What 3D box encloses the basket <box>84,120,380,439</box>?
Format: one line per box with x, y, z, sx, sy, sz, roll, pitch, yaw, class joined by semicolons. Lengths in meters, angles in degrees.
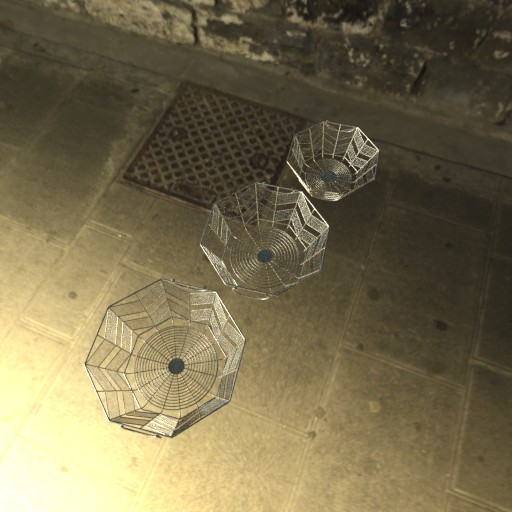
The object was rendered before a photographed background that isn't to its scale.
0.000;0.000;1.407;0.432;0.178;1.246;33;68;15;basket
